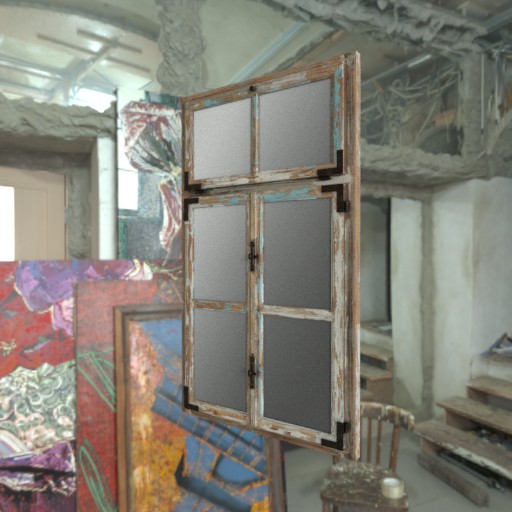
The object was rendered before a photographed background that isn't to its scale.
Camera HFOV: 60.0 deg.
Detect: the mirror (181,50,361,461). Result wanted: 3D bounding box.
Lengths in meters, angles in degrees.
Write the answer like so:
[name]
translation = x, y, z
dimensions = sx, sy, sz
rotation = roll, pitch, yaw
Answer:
[mirror]
translation = 0.000, 0.000, 1.504
dimensions = 0.707, 1.213, 0.083
rotation = 0, 0, 35
